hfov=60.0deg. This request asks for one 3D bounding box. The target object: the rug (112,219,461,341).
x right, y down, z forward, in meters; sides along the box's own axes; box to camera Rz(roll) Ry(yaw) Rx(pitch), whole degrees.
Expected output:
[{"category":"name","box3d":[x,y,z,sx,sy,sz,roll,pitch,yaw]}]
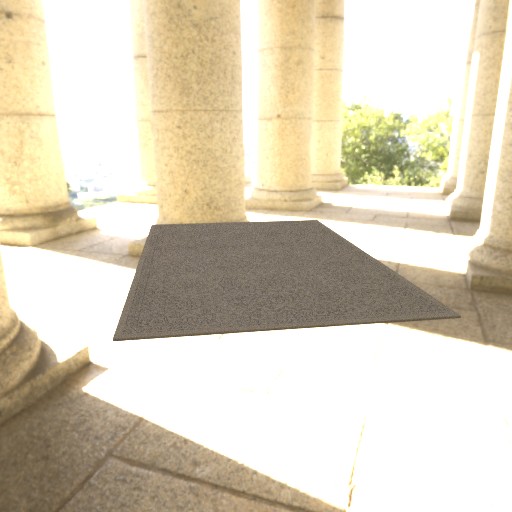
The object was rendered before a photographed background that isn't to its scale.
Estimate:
[{"category":"rug","box3d":[0.000,0.000,2.966,1.524,0.011,2.286,-2,16,-9]}]
